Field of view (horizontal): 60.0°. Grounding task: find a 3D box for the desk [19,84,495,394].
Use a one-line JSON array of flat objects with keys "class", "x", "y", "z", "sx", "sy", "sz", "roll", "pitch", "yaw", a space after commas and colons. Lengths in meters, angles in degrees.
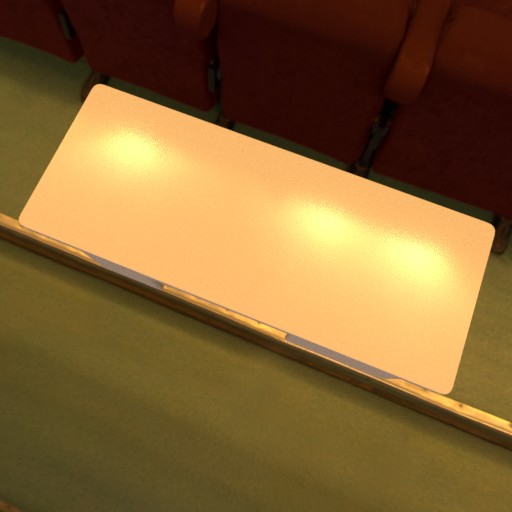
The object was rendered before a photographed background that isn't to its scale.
[{"class": "desk", "x": 0.000, "y": 0.000, "z": 1.751, "sx": 1.400, "sy": 0.762, "sz": 0.550, "roll": 21, "pitch": 76, "yaw": 6}]
